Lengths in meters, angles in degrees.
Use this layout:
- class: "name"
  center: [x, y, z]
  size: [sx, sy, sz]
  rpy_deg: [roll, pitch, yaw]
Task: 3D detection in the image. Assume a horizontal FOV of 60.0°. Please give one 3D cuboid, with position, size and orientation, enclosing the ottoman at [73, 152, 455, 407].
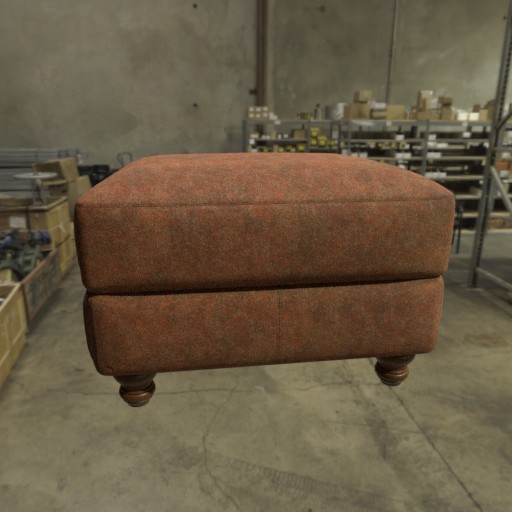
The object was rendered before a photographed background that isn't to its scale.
- class: "ottoman"
  center: [0.000, 0.000, 1.141]
  size: [0.787, 0.508, 0.635]
  rpy_deg: [-2, 17, -7]
